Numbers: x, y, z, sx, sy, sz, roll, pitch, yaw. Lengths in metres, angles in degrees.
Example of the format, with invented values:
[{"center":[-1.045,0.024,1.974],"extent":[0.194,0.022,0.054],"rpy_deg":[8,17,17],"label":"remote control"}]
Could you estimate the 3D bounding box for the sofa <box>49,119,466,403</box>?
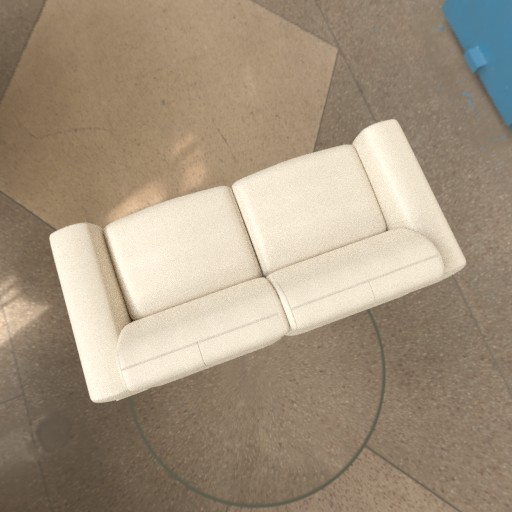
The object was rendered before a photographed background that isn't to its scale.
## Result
[{"center":[0.000,0.000,2.320],"extent":[1.901,0.772,0.900],"rpy_deg":[-19,77,-5],"label":"sofa"}]
